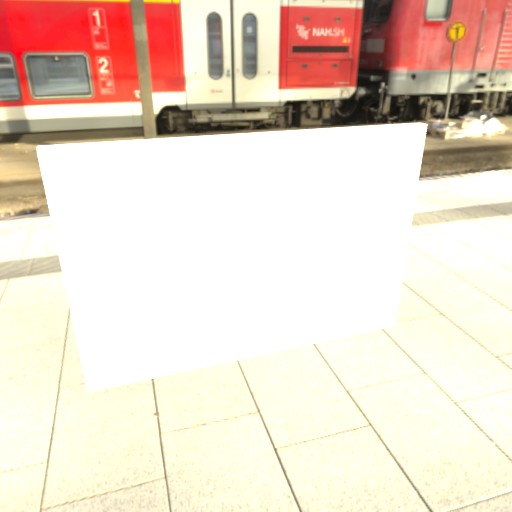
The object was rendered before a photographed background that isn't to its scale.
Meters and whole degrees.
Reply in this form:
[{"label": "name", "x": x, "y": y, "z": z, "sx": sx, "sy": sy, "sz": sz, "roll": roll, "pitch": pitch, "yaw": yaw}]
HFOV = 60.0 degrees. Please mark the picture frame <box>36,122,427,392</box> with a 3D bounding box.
[{"label": "picture frame", "x": 0.000, "y": 0.000, "z": 1.185, "sx": 0.950, "sy": 0.640, "sz": 0.029, "roll": -8, "pitch": 27, "yaw": -17}]
